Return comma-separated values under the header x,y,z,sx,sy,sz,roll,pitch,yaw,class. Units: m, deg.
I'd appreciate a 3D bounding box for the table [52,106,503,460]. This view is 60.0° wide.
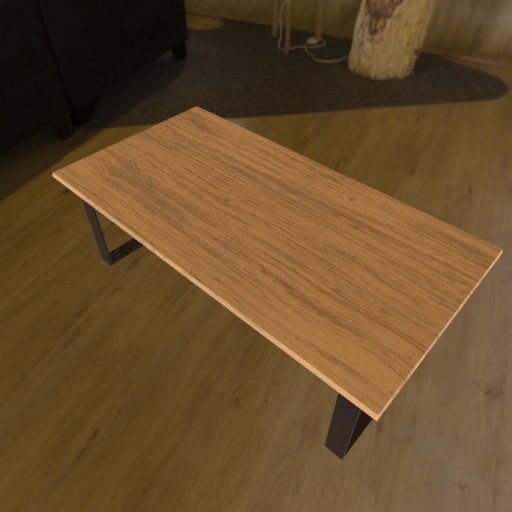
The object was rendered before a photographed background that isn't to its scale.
x,y,z,sx,sy,sz,roll,pitch,yaw,class
0.000,0.000,1.588,1.331,0.445,0.693,33,54,29,table
